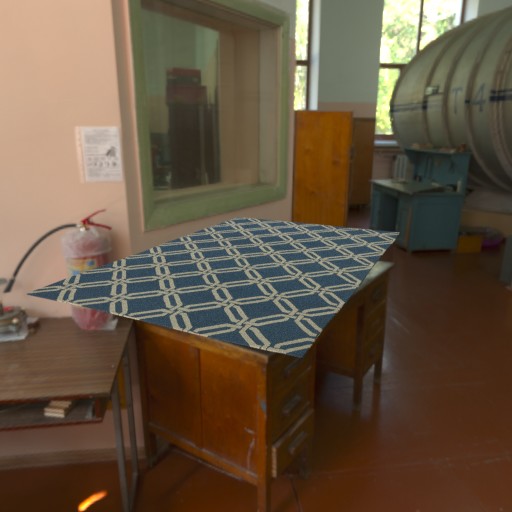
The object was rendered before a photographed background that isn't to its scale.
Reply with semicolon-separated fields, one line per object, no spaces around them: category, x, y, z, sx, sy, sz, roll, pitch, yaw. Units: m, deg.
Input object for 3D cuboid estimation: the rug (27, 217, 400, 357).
rug;0.000;0.000;2.238;1.153;0.010;1.755;8;18;25
